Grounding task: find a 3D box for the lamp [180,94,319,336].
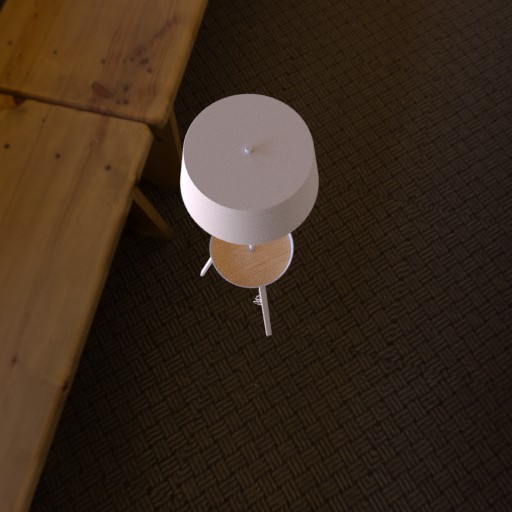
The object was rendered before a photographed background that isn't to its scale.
[{"bbox_3d":[0.000,0.000,1.683,0.508,1.429,0.468,-17,75,-5],"label":"lamp"}]
